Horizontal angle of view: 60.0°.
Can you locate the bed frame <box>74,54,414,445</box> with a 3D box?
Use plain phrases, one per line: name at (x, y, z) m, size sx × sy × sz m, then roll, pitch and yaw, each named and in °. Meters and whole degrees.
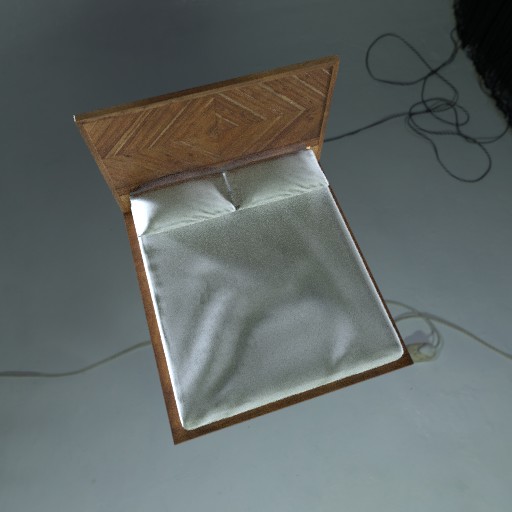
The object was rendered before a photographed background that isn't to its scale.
bed frame at (0.000, 0.000, 3.554) m, size 2.038 × 1.537 × 2.235 m, roll -16°, pitch 66°, yaw -8°
